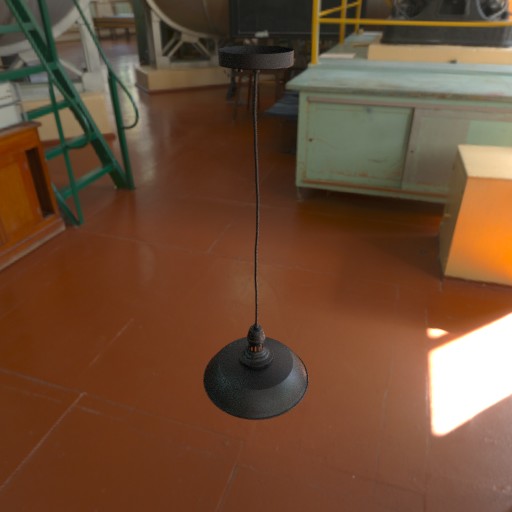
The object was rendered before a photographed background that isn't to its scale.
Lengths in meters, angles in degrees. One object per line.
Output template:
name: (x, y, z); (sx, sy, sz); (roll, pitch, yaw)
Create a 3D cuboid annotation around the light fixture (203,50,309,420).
light fixture: (0.000, 0.000, 1.170); (0.331, 0.993, 0.331); (-21, 37, -31)
